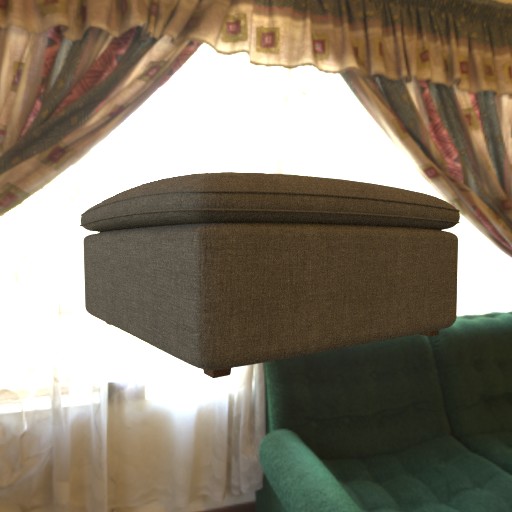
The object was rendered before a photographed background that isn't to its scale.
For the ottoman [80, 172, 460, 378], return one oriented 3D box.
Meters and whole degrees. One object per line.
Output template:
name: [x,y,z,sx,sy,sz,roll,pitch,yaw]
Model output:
ottoman: [0.000,0.000,1.686,1.067,0.559,1.067,-1,2,-34]
